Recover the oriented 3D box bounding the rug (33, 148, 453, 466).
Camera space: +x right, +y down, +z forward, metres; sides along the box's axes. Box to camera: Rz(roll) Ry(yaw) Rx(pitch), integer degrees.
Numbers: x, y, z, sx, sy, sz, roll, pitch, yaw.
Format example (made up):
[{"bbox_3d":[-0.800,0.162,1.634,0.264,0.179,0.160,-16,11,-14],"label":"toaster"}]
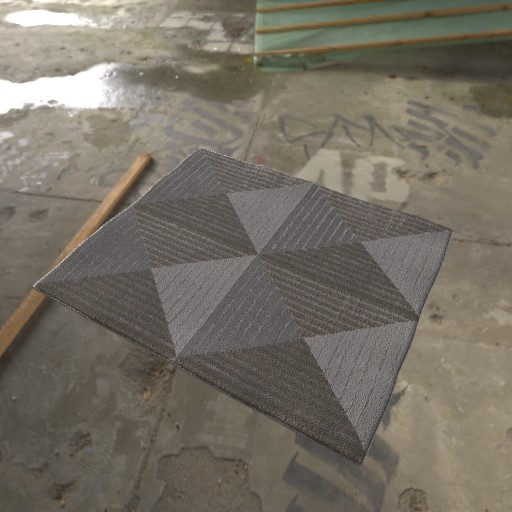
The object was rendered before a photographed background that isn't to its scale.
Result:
[{"bbox_3d":[0.000,0.000,0.865,0.642,0.008,0.551,22,49,20],"label":"rug"}]
